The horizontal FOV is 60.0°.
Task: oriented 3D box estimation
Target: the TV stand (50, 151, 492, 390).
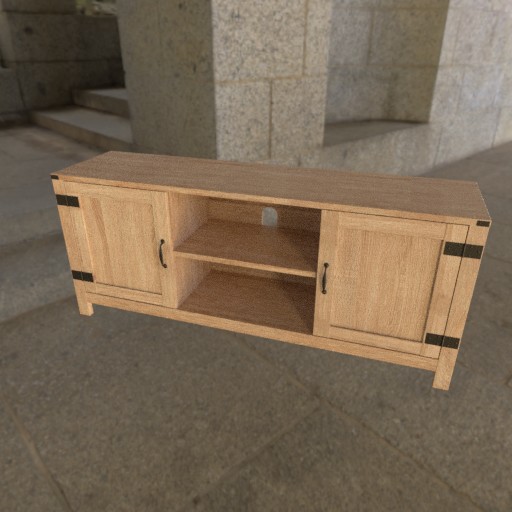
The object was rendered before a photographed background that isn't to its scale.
[{"bbox_3d":[0.000,0.000,1.696,1.466,0.610,0.398,8,28,16],"label":"TV stand"}]
